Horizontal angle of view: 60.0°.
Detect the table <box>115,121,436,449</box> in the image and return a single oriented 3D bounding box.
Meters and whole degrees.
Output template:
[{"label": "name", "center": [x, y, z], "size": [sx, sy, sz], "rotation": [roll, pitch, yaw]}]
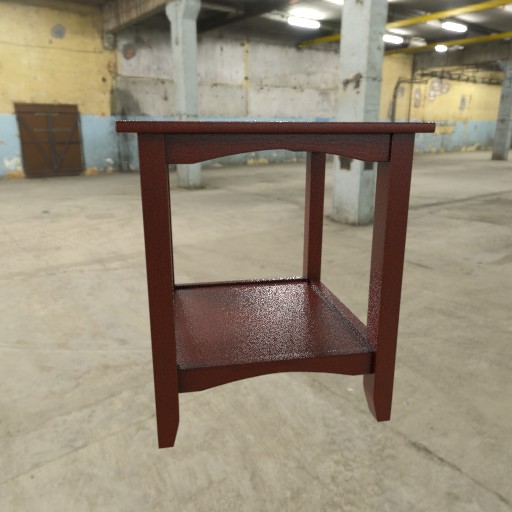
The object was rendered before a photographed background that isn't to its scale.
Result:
[{"label": "table", "center": [0.000, 0.000, 0.984], "size": [0.522, 0.558, 0.523], "rotation": [-2, 15, -8]}]
